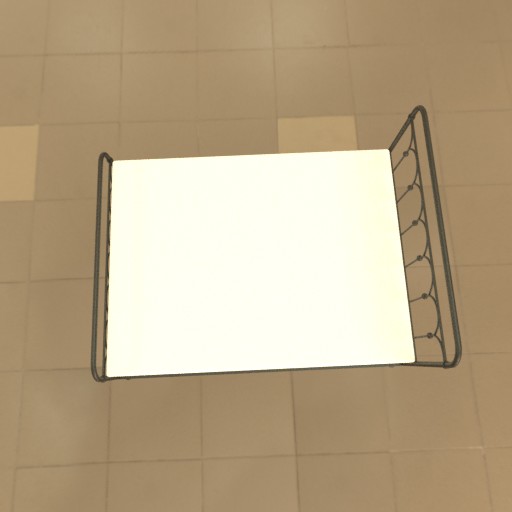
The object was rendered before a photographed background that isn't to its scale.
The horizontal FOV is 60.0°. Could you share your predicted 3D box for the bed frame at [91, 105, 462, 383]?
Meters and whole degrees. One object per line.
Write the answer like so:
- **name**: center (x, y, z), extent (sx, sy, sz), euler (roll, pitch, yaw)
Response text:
- **bed frame**: center (0.000, 0.000, 3.156), extent (2.203, 1.276, 1.664), euler (-3, 77, -1)
